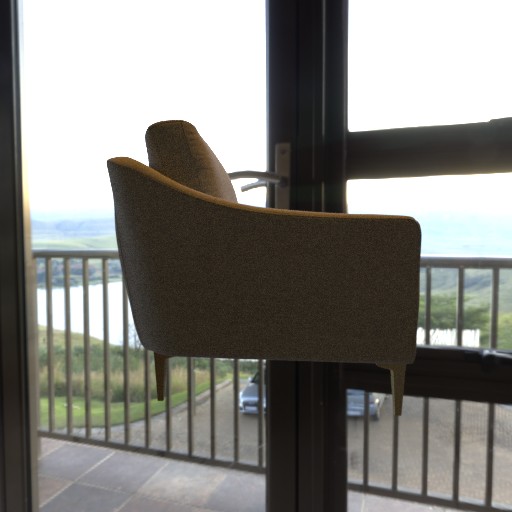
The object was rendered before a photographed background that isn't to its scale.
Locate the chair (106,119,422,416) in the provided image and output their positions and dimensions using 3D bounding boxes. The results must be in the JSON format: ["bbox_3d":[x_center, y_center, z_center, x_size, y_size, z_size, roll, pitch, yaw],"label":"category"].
[{"bbox_3d":[0.000,0.000,1.725,0.961,0.902,0.986,0,3,0],"label":"chair"}]
